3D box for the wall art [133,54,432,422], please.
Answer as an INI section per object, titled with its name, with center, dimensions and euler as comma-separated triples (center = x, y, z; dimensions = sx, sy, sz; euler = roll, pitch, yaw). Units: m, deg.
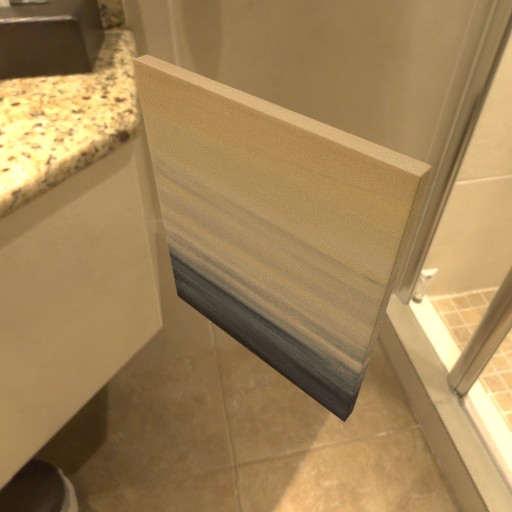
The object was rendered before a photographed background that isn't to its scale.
[wall art]
center = 0.000, 0.000, 0.978
dimensions = 0.608, 0.710, 0.041
euler = 32, 53, 28
